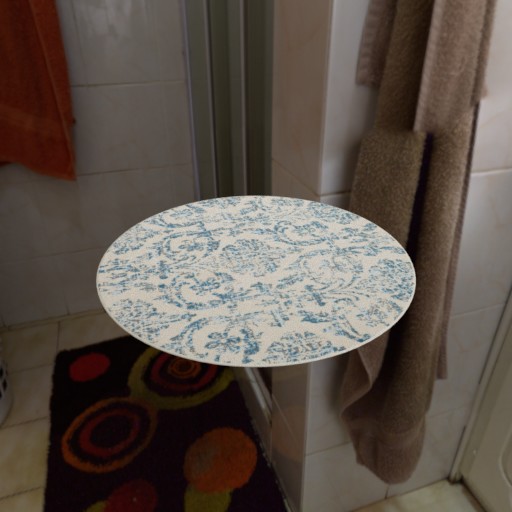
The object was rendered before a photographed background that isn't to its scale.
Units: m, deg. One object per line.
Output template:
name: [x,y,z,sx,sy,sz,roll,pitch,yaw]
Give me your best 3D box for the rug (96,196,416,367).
rug: [0.000,0.000,2.313,1.593,0.012,1.593,0,31,0]
